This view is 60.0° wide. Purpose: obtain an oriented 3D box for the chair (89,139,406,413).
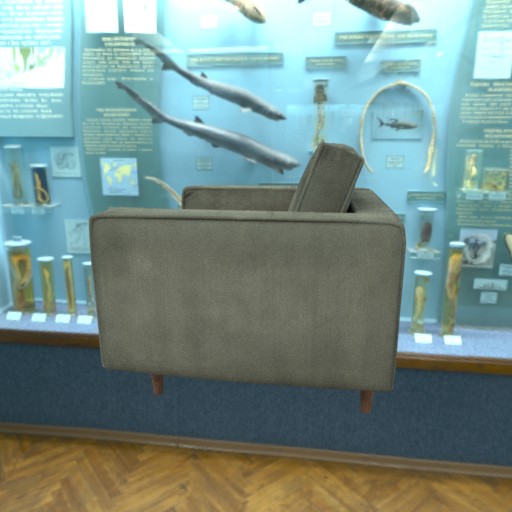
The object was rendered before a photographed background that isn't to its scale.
[{"bbox_3d":[0.000,0.000,1.534,0.843,0.773,0.928,2,14,9],"label":"chair"}]
